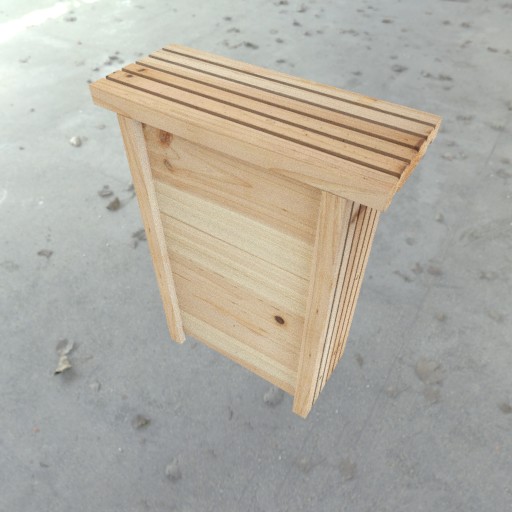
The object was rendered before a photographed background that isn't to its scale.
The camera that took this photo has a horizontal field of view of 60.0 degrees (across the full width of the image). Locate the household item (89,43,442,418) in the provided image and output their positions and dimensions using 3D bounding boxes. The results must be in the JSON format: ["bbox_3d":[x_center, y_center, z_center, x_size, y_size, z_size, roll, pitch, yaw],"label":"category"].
[{"bbox_3d":[0.000,0.000,0.546,0.301,0.407,0.123,25,51,22],"label":"household item"}]
